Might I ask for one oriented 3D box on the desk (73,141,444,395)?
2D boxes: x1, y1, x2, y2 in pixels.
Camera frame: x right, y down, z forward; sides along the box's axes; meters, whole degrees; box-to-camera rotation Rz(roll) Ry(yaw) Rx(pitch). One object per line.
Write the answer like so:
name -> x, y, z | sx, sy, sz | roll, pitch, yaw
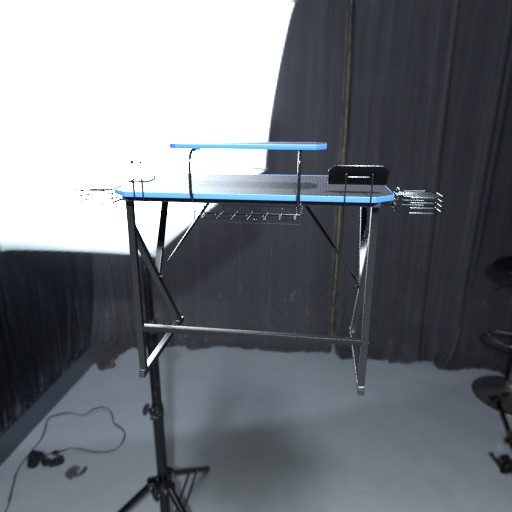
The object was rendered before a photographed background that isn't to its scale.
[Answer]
desk -> 0.000, 0.000, 1.801 | 1.295, 0.909, 0.594 | 2, 17, 8
